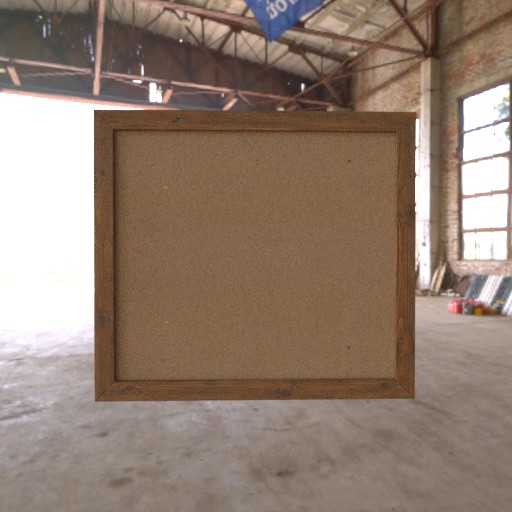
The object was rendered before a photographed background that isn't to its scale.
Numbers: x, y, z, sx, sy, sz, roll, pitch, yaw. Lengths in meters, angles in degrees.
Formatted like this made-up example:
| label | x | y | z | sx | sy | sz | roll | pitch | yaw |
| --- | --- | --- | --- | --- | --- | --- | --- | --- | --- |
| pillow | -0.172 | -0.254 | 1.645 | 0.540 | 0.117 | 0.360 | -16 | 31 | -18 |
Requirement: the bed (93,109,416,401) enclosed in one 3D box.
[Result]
| label | x | y | z | sx | sy | sz | roll | pitch | yaw |
| --- | --- | --- | --- | --- | --- | --- | --- | --- | --- |
| bed | 0.000 | 0.000 | 1.463 | 1.046 | 0.942 | 0.046 | 0 | 1 | -2 |
